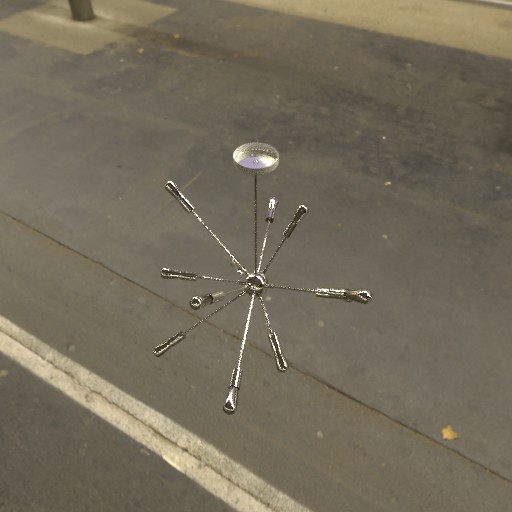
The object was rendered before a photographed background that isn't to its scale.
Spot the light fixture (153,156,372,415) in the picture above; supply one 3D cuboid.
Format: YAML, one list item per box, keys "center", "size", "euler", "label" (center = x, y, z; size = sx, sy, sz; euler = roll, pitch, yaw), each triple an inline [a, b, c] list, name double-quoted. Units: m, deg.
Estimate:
- center: [0.000, 0.000, 1.044]
  size: [0.509, 0.558, 0.684]
  euler: [7, 47, 6]
  label: "light fixture"
